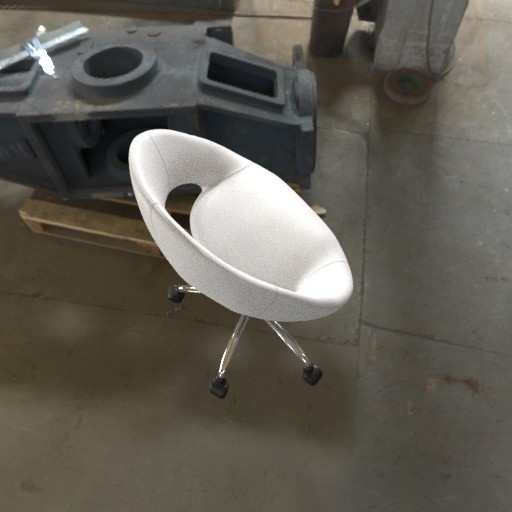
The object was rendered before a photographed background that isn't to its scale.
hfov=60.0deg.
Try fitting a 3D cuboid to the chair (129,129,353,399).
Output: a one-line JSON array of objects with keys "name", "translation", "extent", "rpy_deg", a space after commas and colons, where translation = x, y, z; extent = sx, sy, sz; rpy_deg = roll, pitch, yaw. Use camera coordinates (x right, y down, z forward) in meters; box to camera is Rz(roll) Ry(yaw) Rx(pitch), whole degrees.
[{"name": "chair", "translation": [0.000, 0.000, 1.185], "extent": [0.538, 0.791, 0.612], "rpy_deg": [-31, 64, -17]}]
